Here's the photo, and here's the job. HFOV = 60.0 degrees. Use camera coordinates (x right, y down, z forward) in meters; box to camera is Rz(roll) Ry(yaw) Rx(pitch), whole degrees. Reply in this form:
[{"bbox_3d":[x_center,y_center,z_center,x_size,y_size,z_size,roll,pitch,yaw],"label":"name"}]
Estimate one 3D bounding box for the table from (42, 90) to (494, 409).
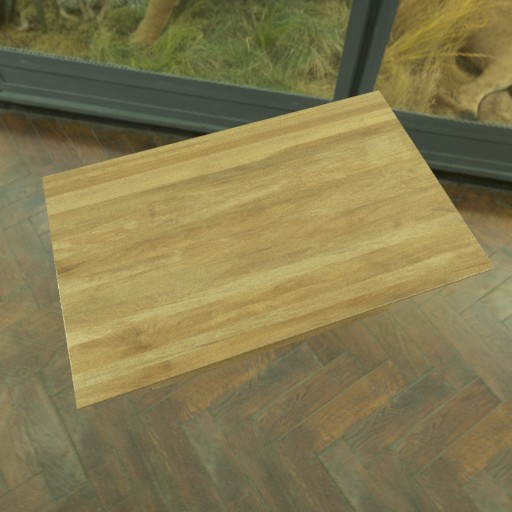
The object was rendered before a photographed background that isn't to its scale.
[{"bbox_3d":[0.000,0.000,1.437,1.100,0.441,0.692,-17,64,-9],"label":"table"}]
